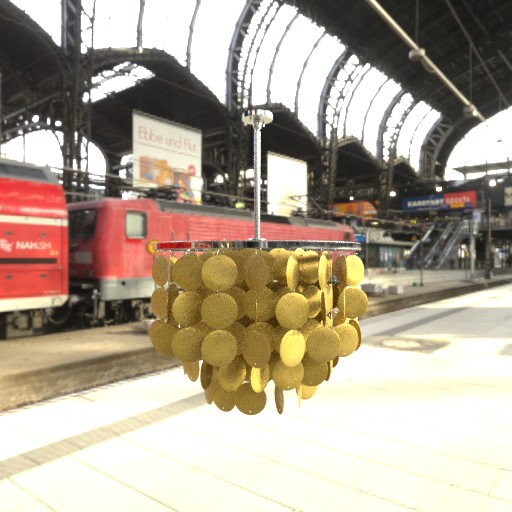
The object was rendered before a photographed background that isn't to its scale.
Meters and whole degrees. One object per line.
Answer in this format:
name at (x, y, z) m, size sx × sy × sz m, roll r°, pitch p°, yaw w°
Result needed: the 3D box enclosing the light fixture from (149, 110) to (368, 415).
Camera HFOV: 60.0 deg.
light fixture at (0.000, 0.000, 0.766) m, size 0.368 × 0.492 × 0.368 m, roll 0°, pitch 0°, yaw 0°
